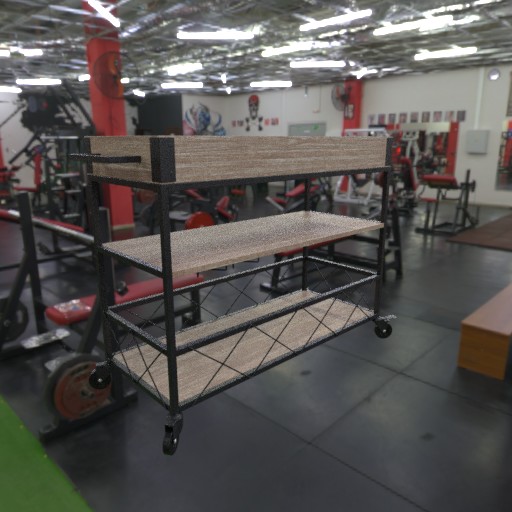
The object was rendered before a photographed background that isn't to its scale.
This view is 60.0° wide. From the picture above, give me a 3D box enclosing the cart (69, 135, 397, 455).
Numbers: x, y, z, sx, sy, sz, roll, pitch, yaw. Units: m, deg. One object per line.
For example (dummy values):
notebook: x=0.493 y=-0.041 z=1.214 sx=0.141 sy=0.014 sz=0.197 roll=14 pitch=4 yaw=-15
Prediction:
cart: x=0.000 y=0.000 z=1.513 sx=1.101 sy=0.787 sz=0.500 roll=-13 pitch=20 yaw=-41
